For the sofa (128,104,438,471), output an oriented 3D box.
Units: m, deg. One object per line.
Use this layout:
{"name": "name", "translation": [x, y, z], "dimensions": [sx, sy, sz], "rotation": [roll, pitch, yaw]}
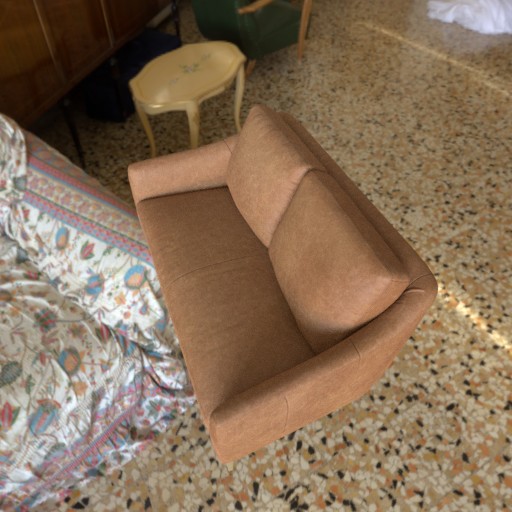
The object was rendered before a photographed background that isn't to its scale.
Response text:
{"name": "sofa", "translation": [0.000, 0.000, 2.191], "dimensions": [0.960, 0.902, 1.619], "rotation": [-16, 49, -15]}
